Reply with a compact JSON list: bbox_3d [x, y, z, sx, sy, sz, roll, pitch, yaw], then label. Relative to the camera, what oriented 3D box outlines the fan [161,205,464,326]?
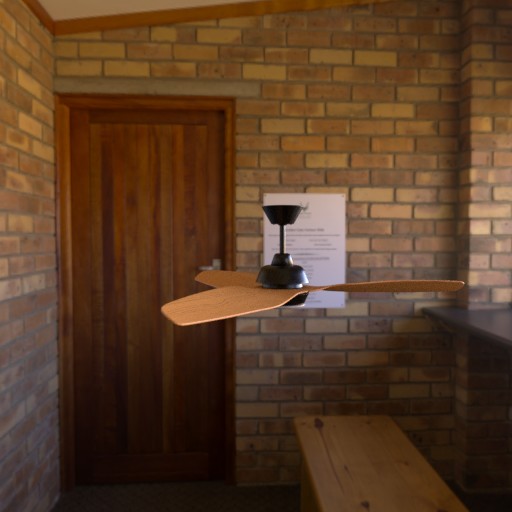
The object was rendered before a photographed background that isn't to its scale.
[{"bbox_3d":[0.000,0.000,1.672,1.142,0.355,1.010,-2,3,-35],"label":"fan"}]
